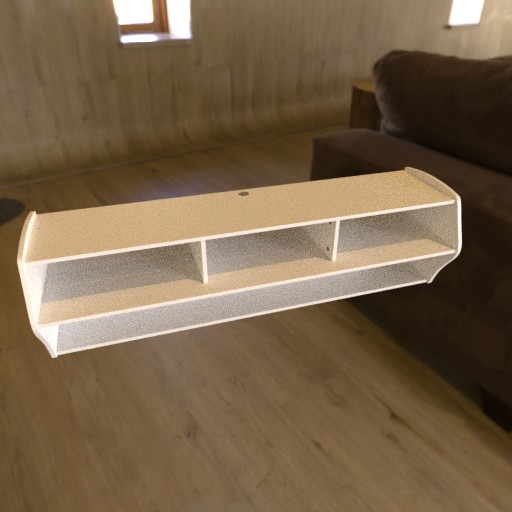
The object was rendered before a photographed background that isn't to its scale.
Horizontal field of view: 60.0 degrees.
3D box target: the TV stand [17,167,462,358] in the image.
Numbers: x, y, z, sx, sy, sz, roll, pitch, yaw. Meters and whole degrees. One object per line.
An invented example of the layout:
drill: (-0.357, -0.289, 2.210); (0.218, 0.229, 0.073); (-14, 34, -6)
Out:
TV stand: (0.000, 0.000, 1.624); (1.473, 0.424, 0.397); (-9, 32, -15)
